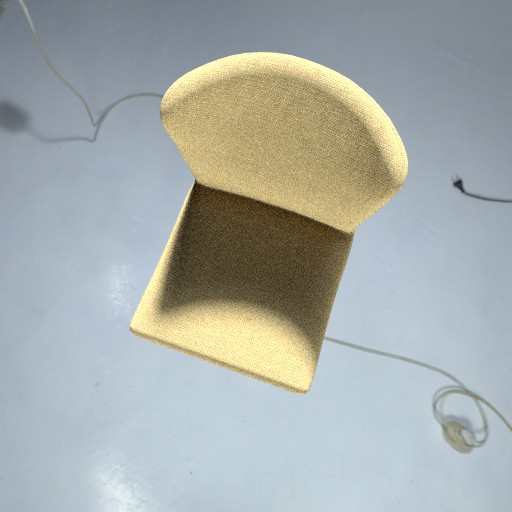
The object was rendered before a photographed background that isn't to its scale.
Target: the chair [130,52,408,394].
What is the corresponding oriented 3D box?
[{"bbox_3d":[0.000,0.000,1.161,0.491,0.839,0.589,19,77,5],"label":"chair"}]
